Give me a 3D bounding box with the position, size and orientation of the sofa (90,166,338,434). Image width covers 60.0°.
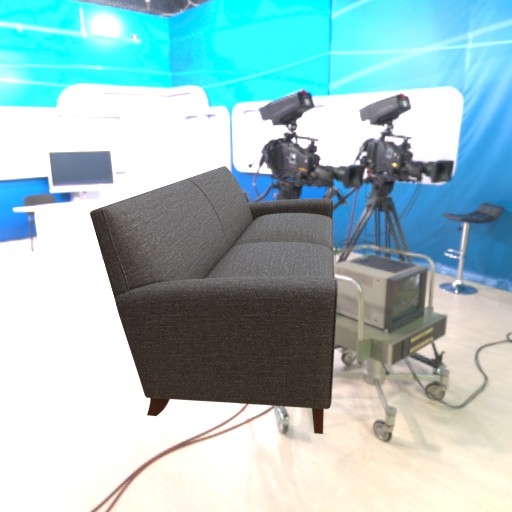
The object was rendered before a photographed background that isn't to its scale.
[{"bbox_3d":[0.000,0.000,2.489,0.875,0.846,1.976,2,16,9],"label":"sofa"}]
